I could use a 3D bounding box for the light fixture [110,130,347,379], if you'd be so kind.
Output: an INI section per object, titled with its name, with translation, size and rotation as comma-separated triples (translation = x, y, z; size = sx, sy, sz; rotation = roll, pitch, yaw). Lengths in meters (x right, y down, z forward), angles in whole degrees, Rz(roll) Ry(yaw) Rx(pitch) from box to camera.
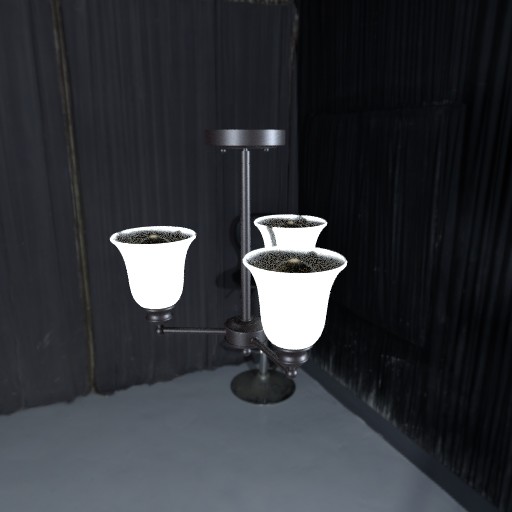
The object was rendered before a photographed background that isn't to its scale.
[light fixture]
translation = 0.000, 0.000, 0.676
size = 0.388, 0.370, 0.354
rotation = -8, 17, -26
